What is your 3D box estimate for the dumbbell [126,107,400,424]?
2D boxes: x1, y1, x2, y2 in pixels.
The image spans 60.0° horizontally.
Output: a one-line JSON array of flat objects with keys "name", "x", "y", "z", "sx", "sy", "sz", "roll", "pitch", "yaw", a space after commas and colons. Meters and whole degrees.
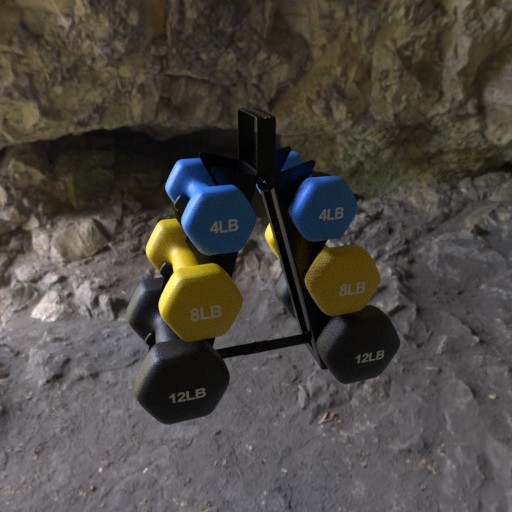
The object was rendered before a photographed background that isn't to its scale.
[{"name": "dumbbell", "x": 0.000, "y": 0.000, "z": 0.682, "sx": 0.409, "sy": 0.426, "sz": 0.255, "roll": -8, "pitch": 27, "yaw": -15}]
